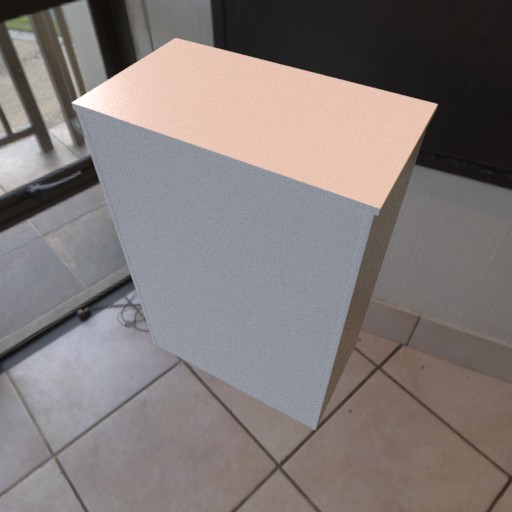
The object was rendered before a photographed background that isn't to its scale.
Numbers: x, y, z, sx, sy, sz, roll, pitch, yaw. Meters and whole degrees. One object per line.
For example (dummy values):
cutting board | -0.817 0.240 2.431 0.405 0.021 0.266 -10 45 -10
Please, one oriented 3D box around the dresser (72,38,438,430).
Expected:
dresser | 0.000 0.000 1.356 0.704 1.021 0.401 23 52 19
